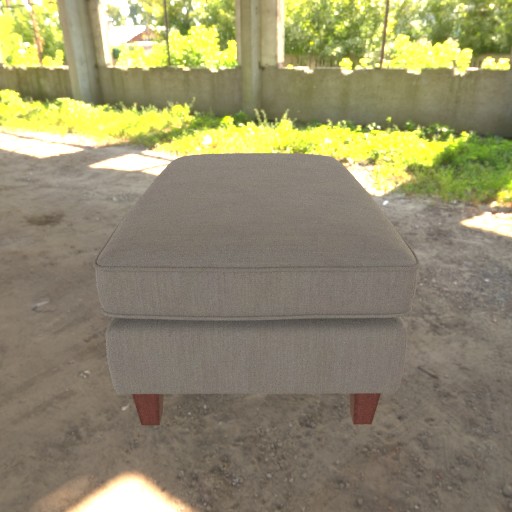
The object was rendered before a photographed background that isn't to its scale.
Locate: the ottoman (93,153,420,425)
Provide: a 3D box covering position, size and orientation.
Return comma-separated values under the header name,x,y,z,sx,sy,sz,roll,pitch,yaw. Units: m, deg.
name,x,y,z,sx,sy,sz,roll,pitch,yaw
ottoman,0.000,0.000,1.306,0.636,0.480,0.941,0,24,0
